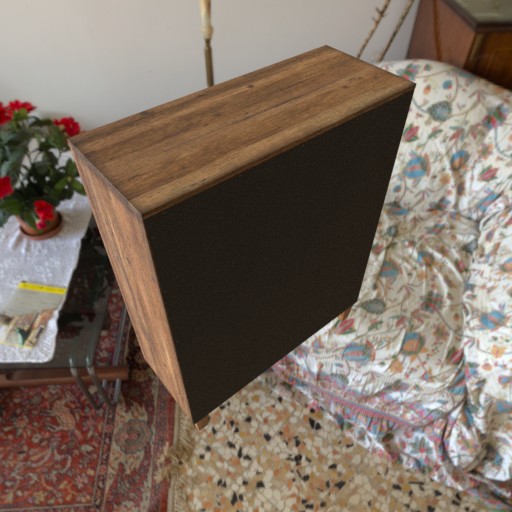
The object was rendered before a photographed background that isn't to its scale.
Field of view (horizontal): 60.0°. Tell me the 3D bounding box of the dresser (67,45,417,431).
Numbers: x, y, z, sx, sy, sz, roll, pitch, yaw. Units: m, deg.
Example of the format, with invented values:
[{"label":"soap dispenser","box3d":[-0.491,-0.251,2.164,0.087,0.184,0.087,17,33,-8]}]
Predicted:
[{"label":"dresser","box3d":[0.000,0.000,1.895,1.067,1.359,0.438,-31,54,-26]}]
